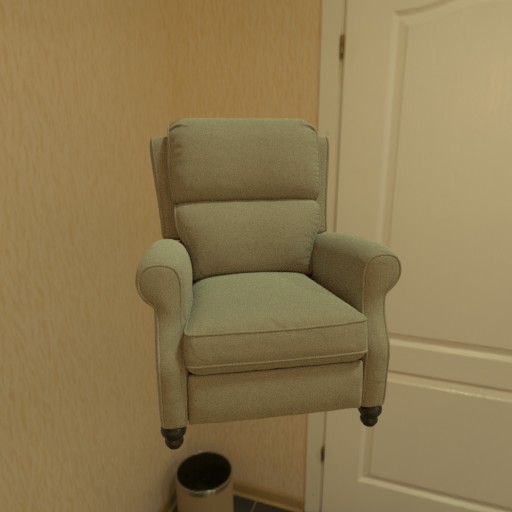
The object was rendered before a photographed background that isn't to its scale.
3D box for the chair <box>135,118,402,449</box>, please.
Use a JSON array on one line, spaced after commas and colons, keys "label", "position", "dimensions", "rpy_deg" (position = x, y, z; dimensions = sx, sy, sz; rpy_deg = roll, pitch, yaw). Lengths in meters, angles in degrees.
[{"label": "chair", "position": [0.000, 0.000, 1.737], "dimensions": [0.859, 1.046, 0.919], "rpy_deg": [-3, 16, -9]}]
